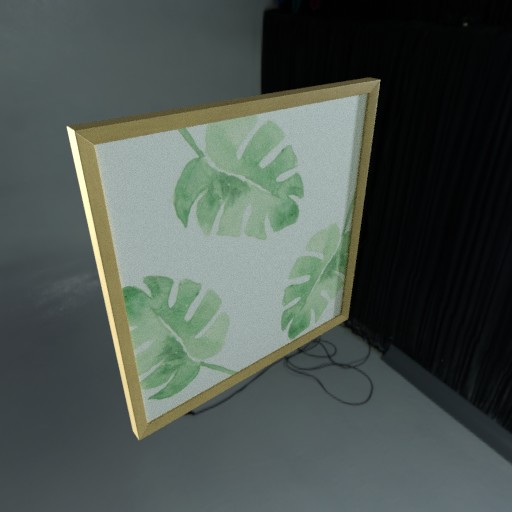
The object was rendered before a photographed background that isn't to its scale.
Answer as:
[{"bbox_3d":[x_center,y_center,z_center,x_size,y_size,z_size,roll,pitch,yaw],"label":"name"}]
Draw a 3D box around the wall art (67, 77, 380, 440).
[{"bbox_3d":[0.000,0.000,1.113,0.763,0.763,0.037,-22,37,-32],"label":"wall art"}]
